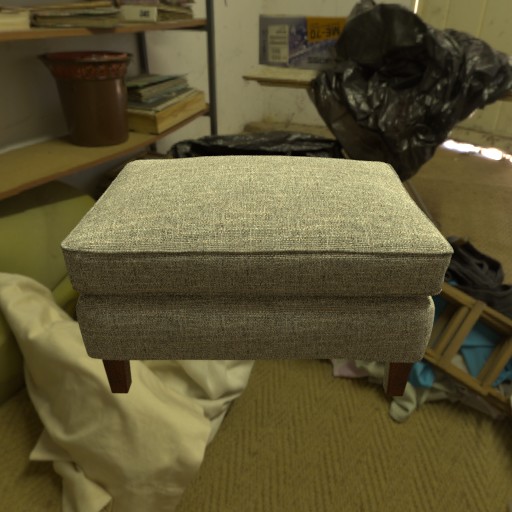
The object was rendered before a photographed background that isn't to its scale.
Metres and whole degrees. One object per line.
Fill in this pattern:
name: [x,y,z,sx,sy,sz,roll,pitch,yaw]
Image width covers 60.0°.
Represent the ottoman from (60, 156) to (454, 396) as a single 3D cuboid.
ottoman: [0.000,0.000,1.009,0.686,0.406,0.508,0,30,1]
